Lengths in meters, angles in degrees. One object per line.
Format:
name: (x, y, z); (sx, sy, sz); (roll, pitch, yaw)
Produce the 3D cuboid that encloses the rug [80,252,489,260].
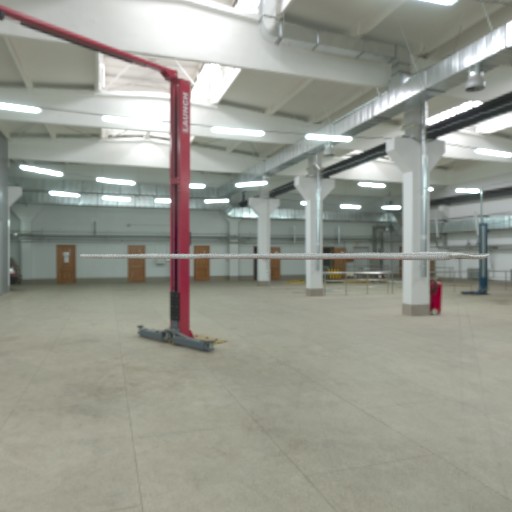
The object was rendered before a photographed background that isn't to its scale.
rug: (0.000, 0.000, 2.656); (2.381, 0.035, 0.832); (0, 0, 36)
